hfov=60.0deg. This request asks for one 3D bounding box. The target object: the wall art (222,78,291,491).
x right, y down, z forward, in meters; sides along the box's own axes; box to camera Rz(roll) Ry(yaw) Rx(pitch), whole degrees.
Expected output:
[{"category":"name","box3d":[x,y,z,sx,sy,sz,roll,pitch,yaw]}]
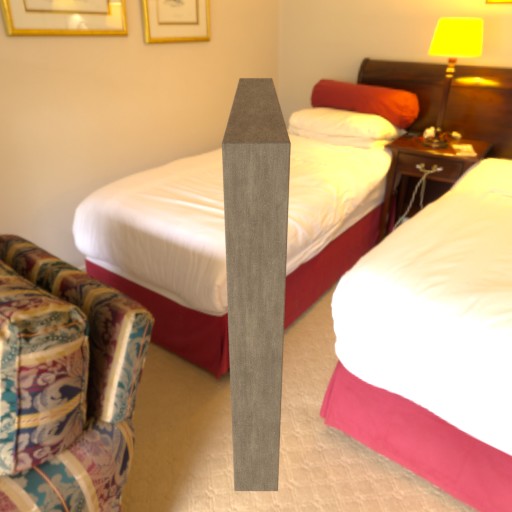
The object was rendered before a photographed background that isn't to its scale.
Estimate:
[{"category":"wall art","box3d":[0.000,0.000,0.447,0.038,0.302,0.303,0,28,0]}]
